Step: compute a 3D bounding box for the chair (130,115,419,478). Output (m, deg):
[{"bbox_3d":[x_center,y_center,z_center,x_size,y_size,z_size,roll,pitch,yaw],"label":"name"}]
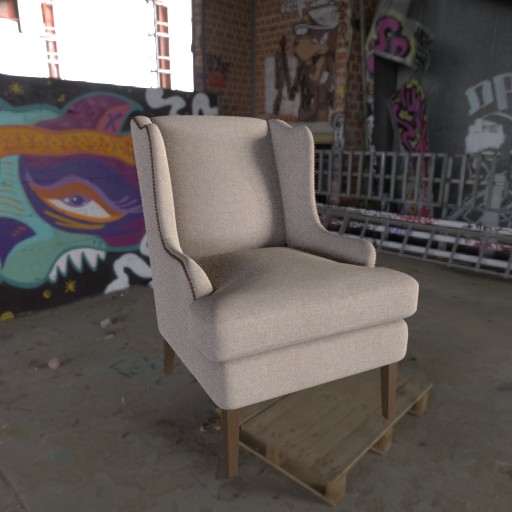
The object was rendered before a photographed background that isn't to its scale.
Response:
[{"bbox_3d":[0.000,0.000,1.645,0.737,1.029,0.940,-7,16,-26],"label":"chair"}]
